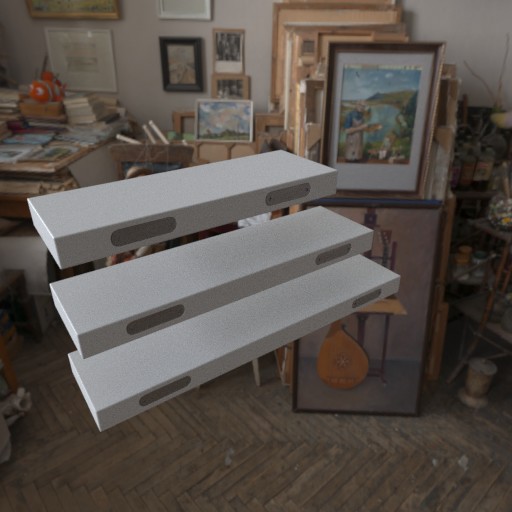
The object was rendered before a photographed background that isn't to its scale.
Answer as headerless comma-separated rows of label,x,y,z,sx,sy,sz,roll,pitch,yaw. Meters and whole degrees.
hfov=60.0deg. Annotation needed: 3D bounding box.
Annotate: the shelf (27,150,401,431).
shelf,0.000,0.000,0.734,0.610,0.293,0.140,-18,33,-30
